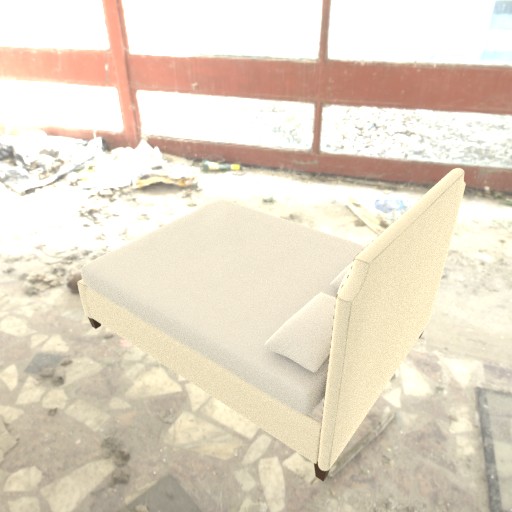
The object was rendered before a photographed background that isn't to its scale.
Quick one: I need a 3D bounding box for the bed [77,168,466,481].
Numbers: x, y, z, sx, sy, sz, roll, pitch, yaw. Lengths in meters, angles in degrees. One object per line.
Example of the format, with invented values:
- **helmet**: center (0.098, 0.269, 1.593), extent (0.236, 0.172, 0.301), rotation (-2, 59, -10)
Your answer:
- **bed**: center (0.000, 0.000, 3.366), extent (2.372, 1.497, 1.712), rotation (22, 38, 31)
